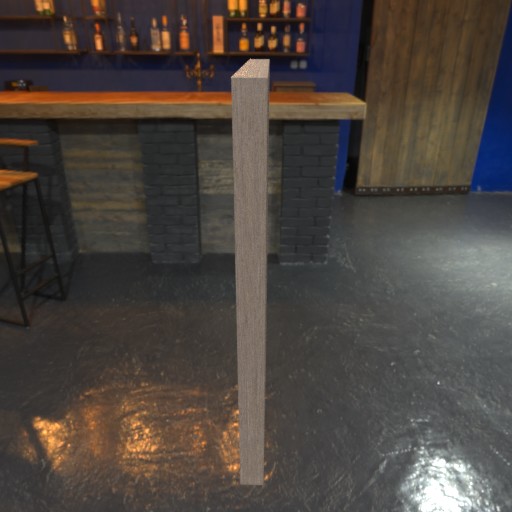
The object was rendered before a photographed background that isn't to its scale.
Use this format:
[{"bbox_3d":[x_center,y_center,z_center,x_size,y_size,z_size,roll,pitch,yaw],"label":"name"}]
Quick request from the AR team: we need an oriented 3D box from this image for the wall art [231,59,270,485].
[{"bbox_3d":[0.000,0.000,0.645,0.032,0.510,0.358,1,26,2],"label":"wall art"}]
